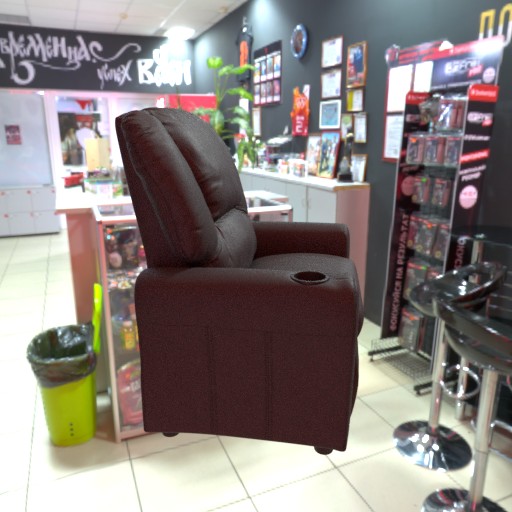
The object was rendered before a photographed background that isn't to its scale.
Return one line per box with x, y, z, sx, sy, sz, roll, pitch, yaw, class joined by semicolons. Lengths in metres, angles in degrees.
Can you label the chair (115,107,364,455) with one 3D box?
0.000;0.000;1.109;0.521;0.709;0.610;3;15;9;chair
